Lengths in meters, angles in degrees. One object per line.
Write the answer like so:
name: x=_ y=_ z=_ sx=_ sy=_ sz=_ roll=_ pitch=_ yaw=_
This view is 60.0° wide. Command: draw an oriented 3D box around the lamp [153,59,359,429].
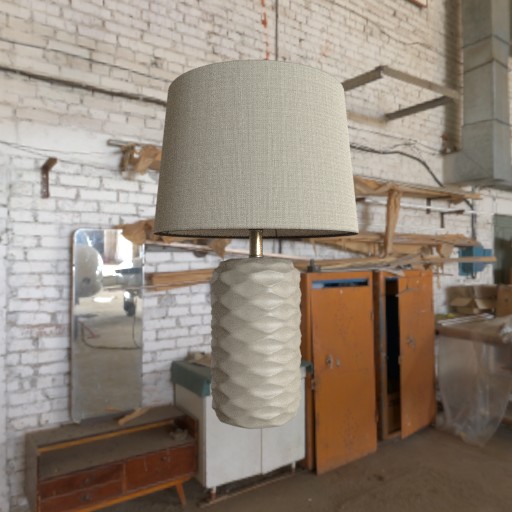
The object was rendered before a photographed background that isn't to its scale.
lamp: x=0.000 y=0.000 z=0.831 sx=0.376 sy=0.594 sz=0.376 roll=0 pitch=0 yaw=0
